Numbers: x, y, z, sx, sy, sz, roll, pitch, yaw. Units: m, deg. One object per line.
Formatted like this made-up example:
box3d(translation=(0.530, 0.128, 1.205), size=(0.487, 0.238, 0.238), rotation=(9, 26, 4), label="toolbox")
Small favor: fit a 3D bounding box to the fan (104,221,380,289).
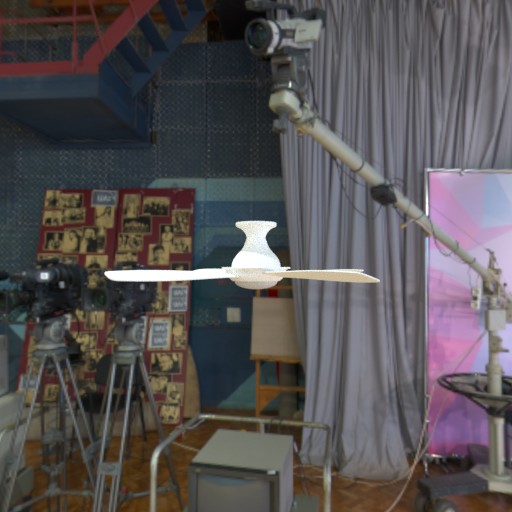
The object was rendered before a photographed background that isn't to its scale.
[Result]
box3d(translation=(0.000, 0.000, 2.551), size=(1.693, 0.382, 1.694), rotation=(1, -1, -35), label="fan")
